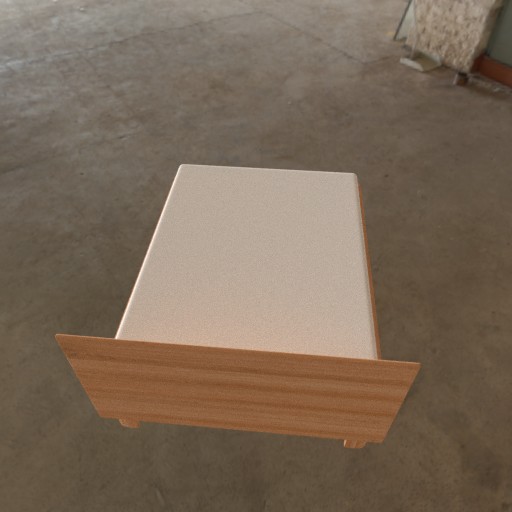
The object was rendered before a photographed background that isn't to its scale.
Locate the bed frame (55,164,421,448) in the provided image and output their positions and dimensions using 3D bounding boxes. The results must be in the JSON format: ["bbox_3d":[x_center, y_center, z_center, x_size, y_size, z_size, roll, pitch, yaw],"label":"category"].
[{"bbox_3d":[0.000,0.000,2.796,1.472,0.940,1.992,4,46,4],"label":"bed frame"}]
